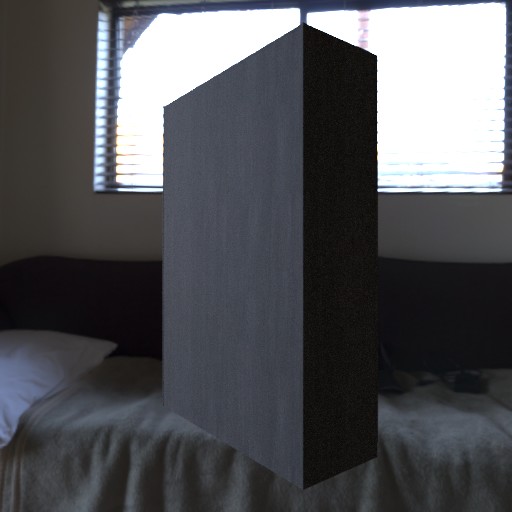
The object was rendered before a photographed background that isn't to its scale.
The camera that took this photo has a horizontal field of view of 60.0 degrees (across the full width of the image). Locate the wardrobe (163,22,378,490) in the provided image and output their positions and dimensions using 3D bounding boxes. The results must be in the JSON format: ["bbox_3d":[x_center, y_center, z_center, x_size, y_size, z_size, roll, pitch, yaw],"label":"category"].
[{"bbox_3d":[0.000,0.000,2.475,0.510,1.910,1.290,0,0,-38],"label":"wardrobe"}]
